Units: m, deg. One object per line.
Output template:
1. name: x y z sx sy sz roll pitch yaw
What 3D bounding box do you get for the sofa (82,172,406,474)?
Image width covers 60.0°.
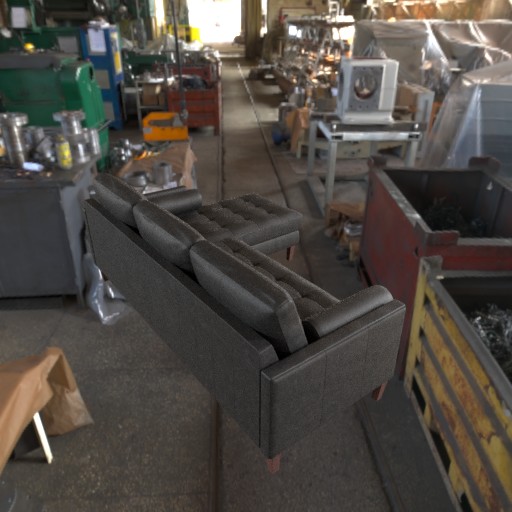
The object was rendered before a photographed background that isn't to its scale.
1. sofa: 0.000 0.000 2.886 1.497 0.876 2.178 -20 34 -32
